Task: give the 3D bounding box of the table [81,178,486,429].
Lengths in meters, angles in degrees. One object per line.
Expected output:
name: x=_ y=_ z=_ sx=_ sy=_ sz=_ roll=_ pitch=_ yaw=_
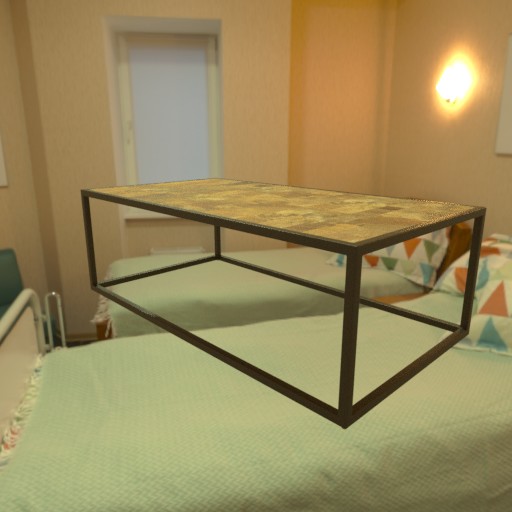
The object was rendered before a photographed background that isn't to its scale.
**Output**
table: x=0.000 y=0.000 z=1.498 sx=0.649 sy=0.398 sz=1.199 roll=-15 pitch=21 yaw=-42
